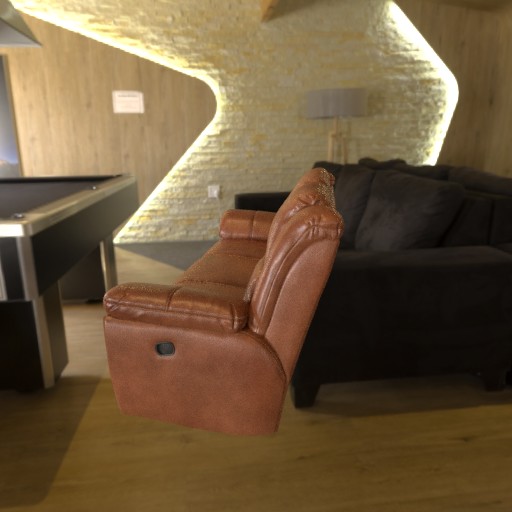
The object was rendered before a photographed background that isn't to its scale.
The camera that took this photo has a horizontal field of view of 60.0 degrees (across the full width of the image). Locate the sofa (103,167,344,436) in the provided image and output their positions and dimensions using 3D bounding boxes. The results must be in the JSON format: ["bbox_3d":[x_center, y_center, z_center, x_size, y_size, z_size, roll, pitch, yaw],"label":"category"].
[{"bbox_3d":[0.000,0.000,2.819,0.991,1.043,2.337,2,15,9],"label":"sofa"}]
